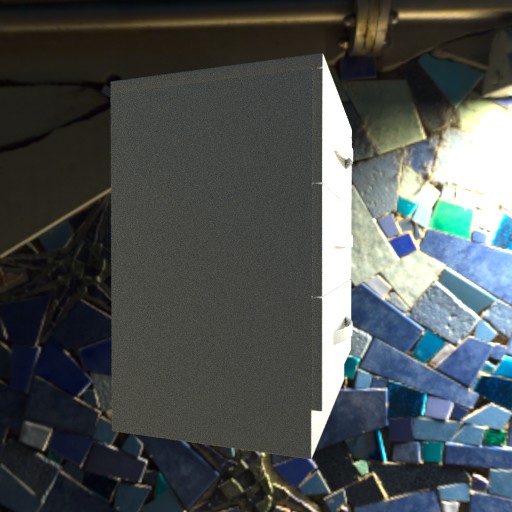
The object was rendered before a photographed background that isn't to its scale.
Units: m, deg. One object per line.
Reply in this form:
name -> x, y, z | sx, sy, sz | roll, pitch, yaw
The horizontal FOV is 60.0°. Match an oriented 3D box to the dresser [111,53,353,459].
dresser -> 0.000, 0.000, 0.846 | 0.360, 0.560, 0.400 | 0, 1, 18
